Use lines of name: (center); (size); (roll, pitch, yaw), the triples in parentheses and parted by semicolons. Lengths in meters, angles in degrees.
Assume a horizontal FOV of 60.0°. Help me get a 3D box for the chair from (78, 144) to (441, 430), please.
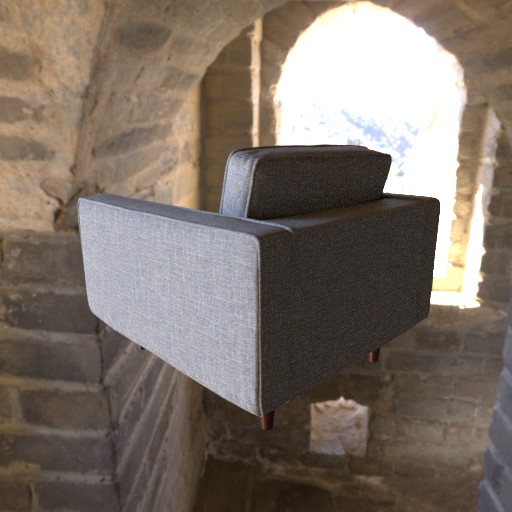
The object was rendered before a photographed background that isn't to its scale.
chair: (0.000, 0.000, 1.556); (0.889, 0.765, 0.914); (-14, 21, -42)
